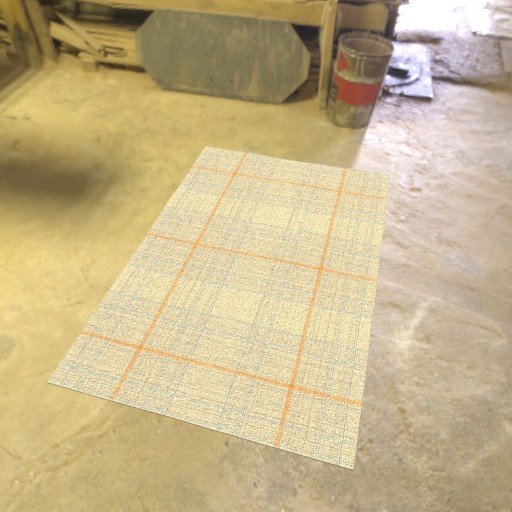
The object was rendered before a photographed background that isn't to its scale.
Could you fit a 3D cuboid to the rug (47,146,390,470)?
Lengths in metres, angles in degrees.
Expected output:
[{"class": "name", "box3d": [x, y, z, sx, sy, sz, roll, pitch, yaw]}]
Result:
[{"class": "rug", "box3d": [0.000, 0.000, 2.275, 1.232, 0.015, 1.825, 11, 47, 11]}]
